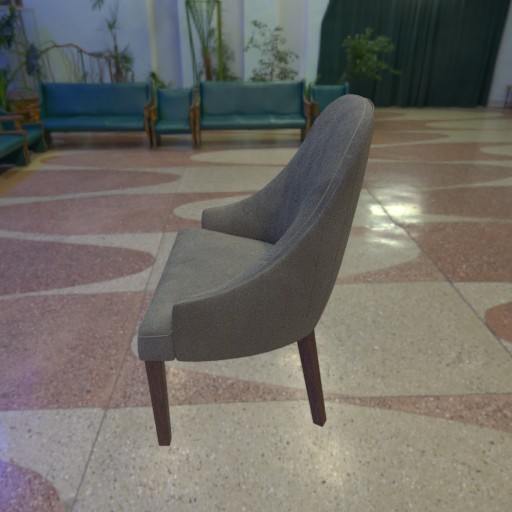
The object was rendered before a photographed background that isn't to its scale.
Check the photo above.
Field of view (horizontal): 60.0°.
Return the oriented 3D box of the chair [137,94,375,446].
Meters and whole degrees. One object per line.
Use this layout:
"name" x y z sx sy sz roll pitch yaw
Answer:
"chair" 0.000 0.000 1.305 0.575 0.889 0.643 0 27 0
